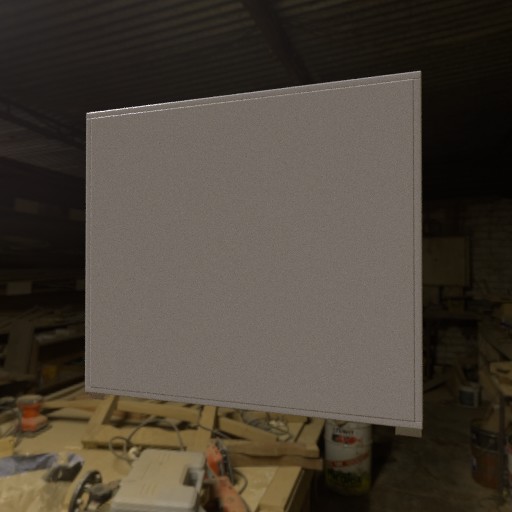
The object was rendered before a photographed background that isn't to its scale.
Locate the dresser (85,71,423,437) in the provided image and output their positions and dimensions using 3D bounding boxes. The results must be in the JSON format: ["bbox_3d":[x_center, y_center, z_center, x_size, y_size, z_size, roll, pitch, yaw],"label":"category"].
[{"bbox_3d":[0.000,0.000,1.591,1.100,1.000,0.460,0,-1,18],"label":"dresser"}]
